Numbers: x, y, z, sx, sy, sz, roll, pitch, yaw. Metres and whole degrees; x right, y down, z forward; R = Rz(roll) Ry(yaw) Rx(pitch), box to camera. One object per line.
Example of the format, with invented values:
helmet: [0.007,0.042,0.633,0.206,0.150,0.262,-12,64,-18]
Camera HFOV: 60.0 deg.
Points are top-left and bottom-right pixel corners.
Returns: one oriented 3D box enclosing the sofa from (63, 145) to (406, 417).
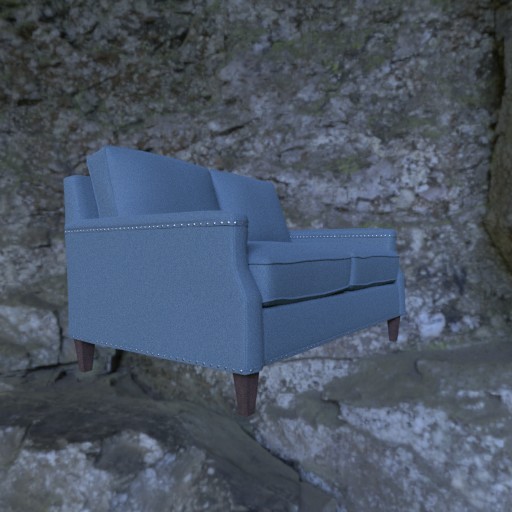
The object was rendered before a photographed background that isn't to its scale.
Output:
sofa: [0.000,0.000,2.289,1.084,1.003,1.597,1,1,36]
